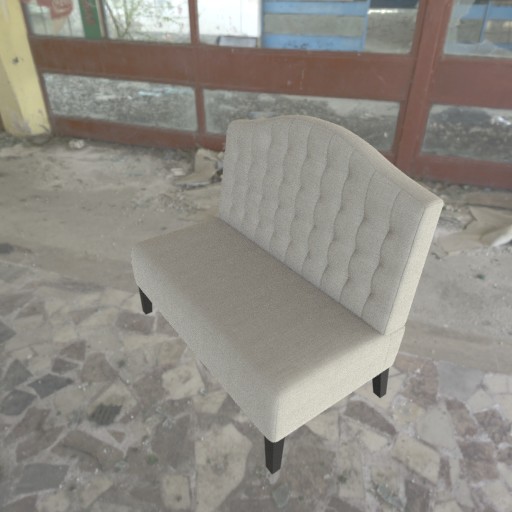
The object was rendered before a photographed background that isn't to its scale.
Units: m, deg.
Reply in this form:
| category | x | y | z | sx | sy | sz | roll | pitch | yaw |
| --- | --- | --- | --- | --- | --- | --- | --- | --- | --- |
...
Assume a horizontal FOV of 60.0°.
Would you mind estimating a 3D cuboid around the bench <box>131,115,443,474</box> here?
| category | x | y | z | sx | sy | sz | roll | pitch | yaw |
| --- | --- | --- | --- | --- | --- | --- | --- | --- | --- |
| bench | 0.000 | 0.000 | 2.141 | 0.815 | 1.180 | 1.335 | -21 | 38 | -30 |
